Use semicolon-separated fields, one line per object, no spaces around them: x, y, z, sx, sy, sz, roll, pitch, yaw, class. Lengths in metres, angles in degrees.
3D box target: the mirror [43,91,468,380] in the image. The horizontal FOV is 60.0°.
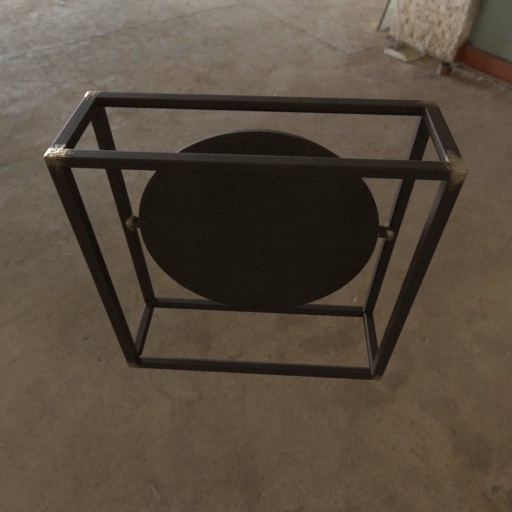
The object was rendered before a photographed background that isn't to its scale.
0.000;0.000;0.464;0.306;0.303;0.107;2;46;2;mirror
